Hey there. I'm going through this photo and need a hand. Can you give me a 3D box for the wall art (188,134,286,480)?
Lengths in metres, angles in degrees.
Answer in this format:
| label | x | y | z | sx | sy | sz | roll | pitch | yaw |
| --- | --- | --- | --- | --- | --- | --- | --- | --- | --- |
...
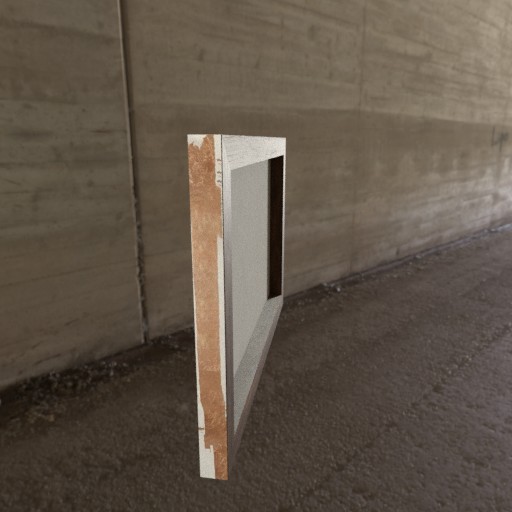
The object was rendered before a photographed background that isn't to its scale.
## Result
| label | x | y | z | sx | sy | sz | roll | pitch | yaw |
| --- | --- | --- | --- | --- | --- | --- | --- | --- | --- |
| wall art | 0.000 | 0.000 | 0.780 | 0.035 | 0.405 | 0.609 | 2 | 15 | 9 |
